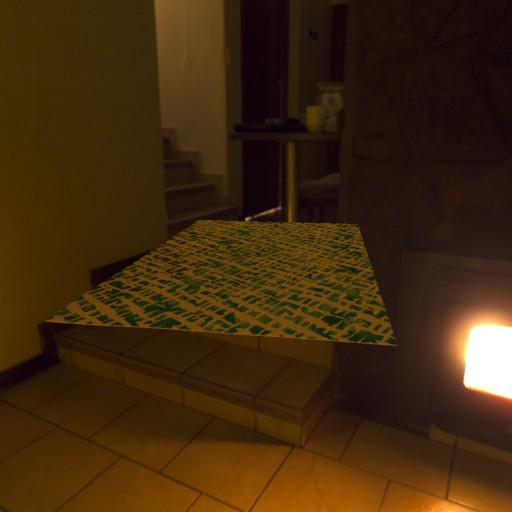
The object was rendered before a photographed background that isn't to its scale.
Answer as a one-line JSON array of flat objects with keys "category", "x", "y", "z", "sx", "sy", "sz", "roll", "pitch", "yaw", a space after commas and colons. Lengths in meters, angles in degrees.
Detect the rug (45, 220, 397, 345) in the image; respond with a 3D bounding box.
[{"category": "rug", "x": 0.000, "y": 0.000, "z": 3.030, "sx": 1.520, "sy": 0.011, "sz": 2.447, "roll": 2, "pitch": 16, "yaw": 9}]
